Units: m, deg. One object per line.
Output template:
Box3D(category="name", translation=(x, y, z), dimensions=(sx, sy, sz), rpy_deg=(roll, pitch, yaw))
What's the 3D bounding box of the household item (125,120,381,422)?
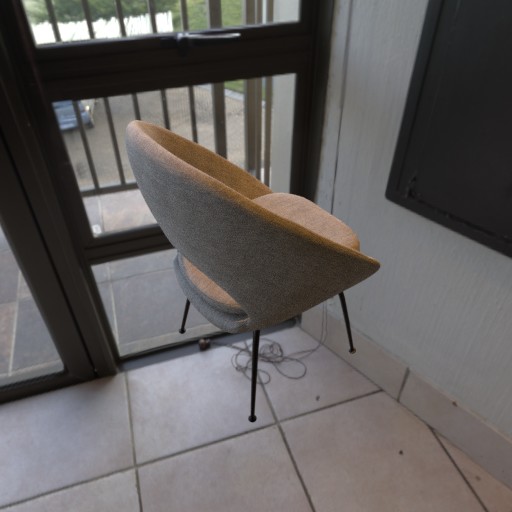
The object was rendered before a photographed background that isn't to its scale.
Box3D(category="household item", translation=(0.000, 0.000, 1.306), dimensions=(0.587, 0.869, 0.643), rpy_deg=(-25, 46, -27))
